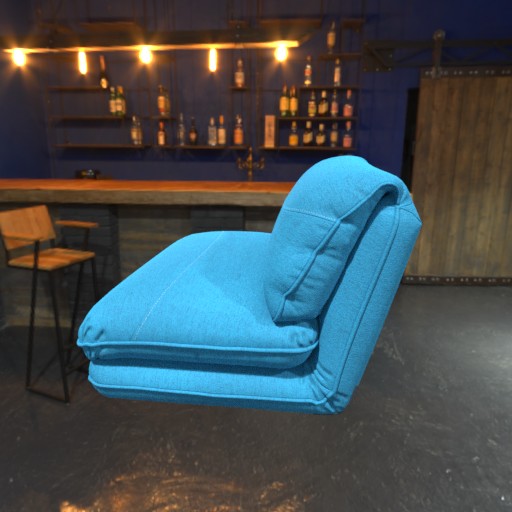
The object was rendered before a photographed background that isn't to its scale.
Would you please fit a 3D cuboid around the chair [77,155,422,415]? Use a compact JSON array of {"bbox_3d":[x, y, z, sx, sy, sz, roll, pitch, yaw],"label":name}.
[{"bbox_3d":[0.000,0.000,1.346,0.780,0.580,0.820,2,15,8],"label":"chair"}]
